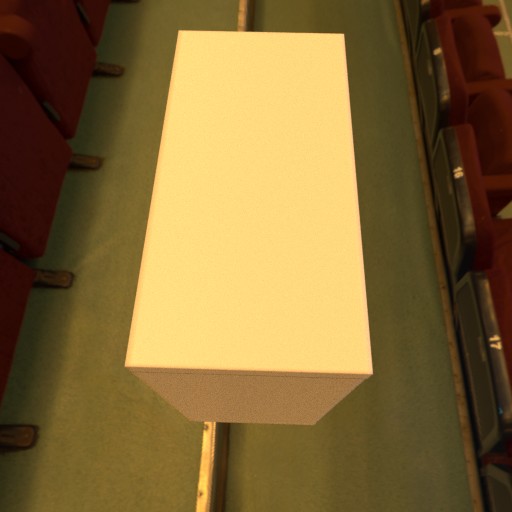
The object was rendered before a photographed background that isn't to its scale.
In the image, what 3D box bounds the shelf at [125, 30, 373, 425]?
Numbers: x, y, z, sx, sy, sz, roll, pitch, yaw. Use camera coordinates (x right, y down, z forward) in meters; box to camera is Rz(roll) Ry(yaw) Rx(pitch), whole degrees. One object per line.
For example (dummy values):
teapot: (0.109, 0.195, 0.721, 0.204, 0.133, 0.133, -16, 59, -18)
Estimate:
shelf: (0.000, 0.000, 1.223, 0.390, 0.786, 0.790, 2, 64, 1)
